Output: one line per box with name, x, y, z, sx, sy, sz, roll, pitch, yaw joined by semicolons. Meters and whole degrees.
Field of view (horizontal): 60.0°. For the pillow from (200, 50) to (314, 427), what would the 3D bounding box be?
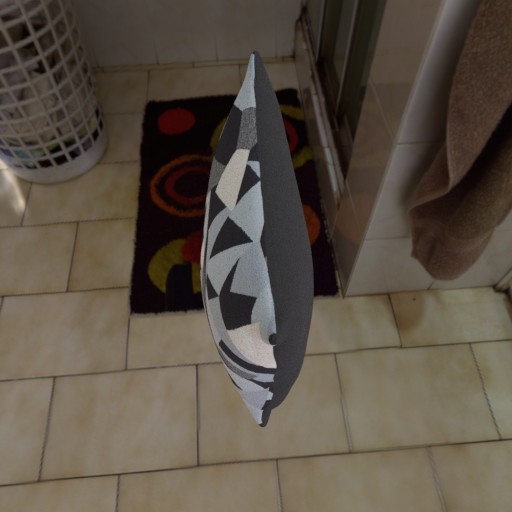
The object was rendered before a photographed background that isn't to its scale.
pillow;0.000;0.000;0.799;0.208;0.496;0.503;-2;59;-1
